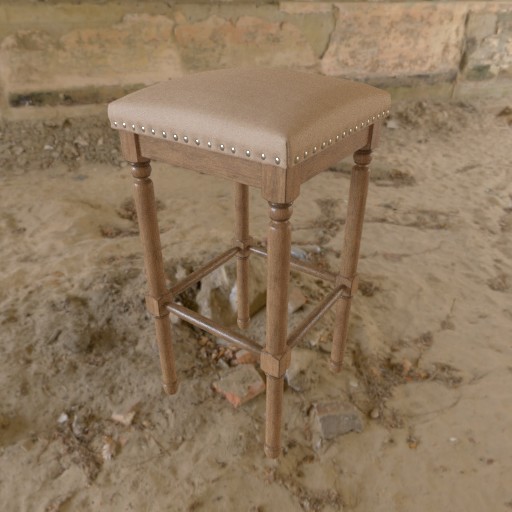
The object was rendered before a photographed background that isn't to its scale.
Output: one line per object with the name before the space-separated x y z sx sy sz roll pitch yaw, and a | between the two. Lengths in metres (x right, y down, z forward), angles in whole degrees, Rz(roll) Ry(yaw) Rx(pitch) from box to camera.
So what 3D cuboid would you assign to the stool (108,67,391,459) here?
stool | 0.000 0.000 0.987 0.382 0.768 0.383 20 36 30
